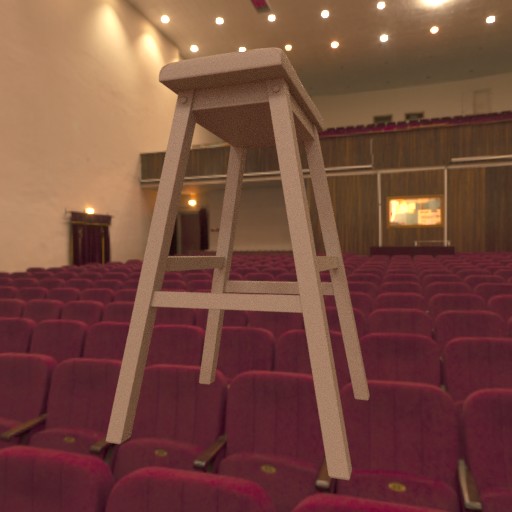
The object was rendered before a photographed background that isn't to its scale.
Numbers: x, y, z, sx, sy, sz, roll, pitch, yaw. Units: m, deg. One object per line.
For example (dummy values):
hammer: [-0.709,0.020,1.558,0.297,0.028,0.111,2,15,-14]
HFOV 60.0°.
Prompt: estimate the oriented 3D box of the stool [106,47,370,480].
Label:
stool: [0.000,0.000,1.019,0.476,0.737,0.457,0,0,18]
